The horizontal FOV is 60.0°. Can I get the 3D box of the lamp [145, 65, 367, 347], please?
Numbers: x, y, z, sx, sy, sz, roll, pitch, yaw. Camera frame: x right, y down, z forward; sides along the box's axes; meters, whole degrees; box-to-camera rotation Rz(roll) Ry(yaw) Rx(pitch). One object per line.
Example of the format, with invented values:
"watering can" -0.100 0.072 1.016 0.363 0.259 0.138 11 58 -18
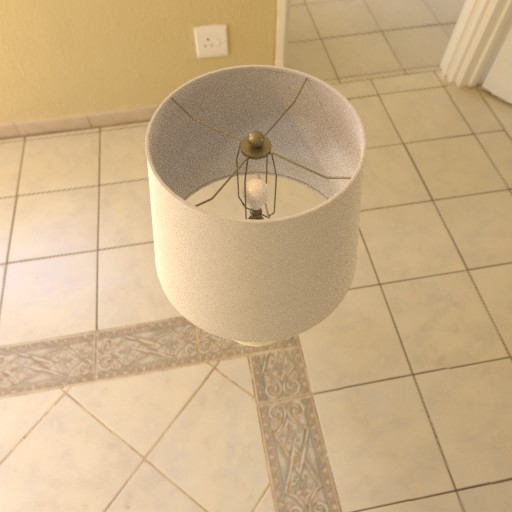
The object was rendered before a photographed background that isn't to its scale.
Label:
"lamp" 0.000 0.000 0.548 0.239 0.399 0.239 0 58 0
